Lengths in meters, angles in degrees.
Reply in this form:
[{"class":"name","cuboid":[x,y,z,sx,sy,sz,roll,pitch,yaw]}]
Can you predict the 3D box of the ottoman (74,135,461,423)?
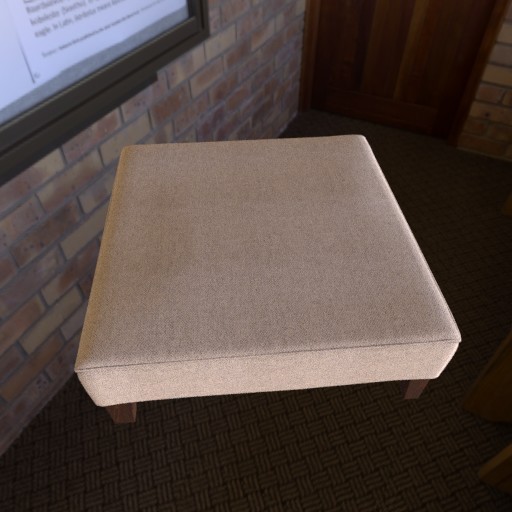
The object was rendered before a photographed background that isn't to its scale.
[{"class":"ottoman","cuboid":[0.000,0.000,1.524,0.973,0.381,0.982,-4,46,-3]}]
